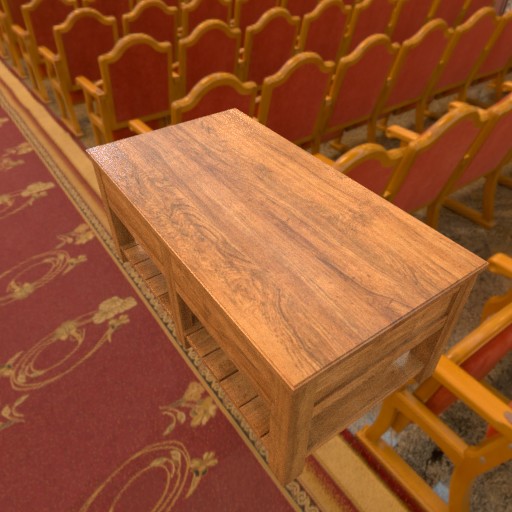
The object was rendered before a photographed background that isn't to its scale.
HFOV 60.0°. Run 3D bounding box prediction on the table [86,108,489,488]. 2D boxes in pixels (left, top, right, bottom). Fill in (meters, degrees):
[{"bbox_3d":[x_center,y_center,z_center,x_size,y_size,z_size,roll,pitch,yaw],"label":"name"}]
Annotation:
[{"bbox_3d":[0.000,0.000,1.474,0.635,0.480,1.150,-25,47,-26],"label":"table"}]
